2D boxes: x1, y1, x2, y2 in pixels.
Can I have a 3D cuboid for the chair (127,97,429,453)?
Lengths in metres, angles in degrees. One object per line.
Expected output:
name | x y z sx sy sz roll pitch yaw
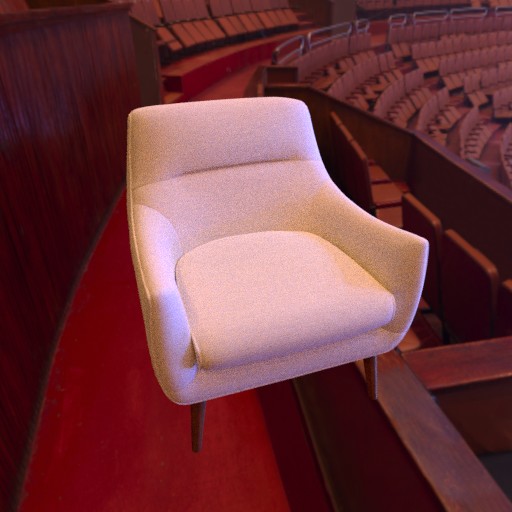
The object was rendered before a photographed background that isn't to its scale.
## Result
chair | 0.000 0.000 1.424 0.762 0.838 0.787 -10 32 -16
